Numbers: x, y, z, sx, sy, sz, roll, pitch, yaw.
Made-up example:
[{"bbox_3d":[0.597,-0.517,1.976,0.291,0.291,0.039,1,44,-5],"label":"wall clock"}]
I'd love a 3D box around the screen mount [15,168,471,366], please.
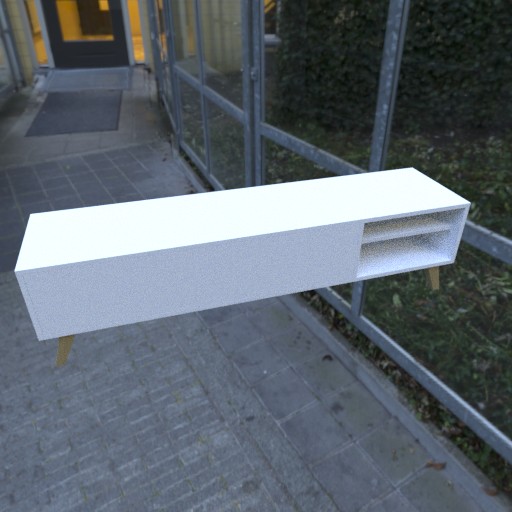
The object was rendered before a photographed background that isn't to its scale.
[{"bbox_3d":[0.000,0.000,1.816,1.644,0.432,0.399,-9,33,-14],"label":"screen mount"}]
